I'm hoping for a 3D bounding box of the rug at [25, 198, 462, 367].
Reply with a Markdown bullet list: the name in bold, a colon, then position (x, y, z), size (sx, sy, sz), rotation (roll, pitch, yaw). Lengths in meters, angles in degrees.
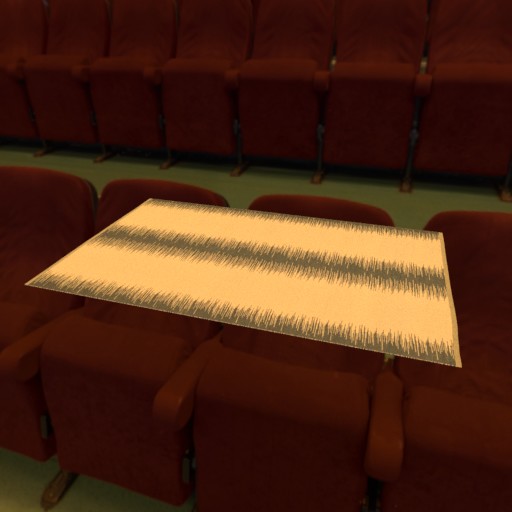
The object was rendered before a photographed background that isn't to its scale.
- **rug**: position (0.000, 0.000, 2.984), size (2.453, 0.003, 1.519), rotation (8, 29, 15)
